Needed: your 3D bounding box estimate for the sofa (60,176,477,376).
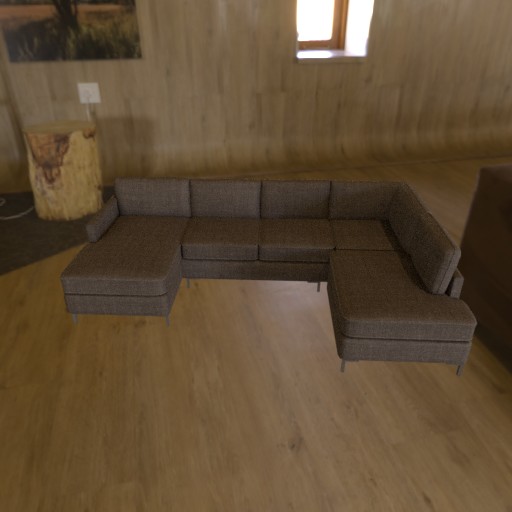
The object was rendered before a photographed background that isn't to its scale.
[{"bbox_3d":[0.000,0.000,4.258,3.423,0.999,2.048,1,29,2],"label":"sofa"}]
